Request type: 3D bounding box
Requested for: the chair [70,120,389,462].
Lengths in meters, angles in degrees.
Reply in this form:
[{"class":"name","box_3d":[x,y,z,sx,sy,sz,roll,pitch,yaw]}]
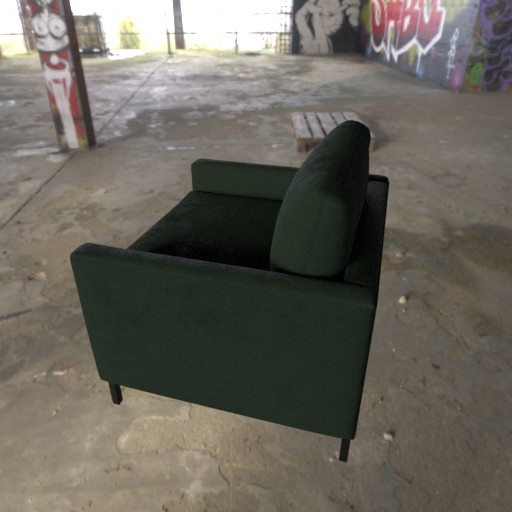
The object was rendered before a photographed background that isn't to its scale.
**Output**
[{"class":"chair","box_3d":[0.000,0.000,1.620,0.866,0.861,0.963,8,31,14]}]
